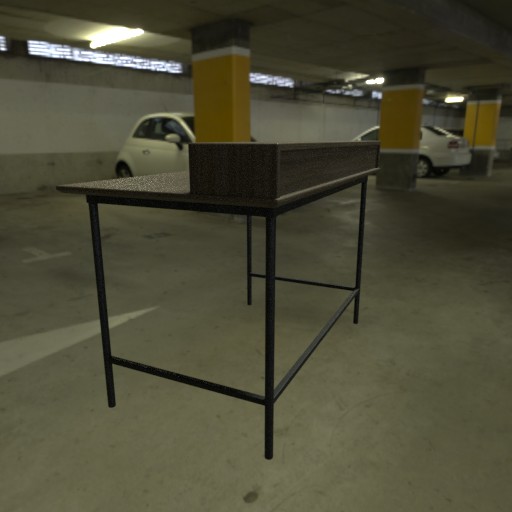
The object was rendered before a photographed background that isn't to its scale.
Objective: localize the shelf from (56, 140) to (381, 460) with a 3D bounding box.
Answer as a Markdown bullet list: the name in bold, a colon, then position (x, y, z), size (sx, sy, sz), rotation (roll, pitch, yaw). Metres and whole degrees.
- **shelf**: position (0.000, 0.000, 1.727), size (0.685, 0.865, 1.212), rotation (7, 16, 25)
